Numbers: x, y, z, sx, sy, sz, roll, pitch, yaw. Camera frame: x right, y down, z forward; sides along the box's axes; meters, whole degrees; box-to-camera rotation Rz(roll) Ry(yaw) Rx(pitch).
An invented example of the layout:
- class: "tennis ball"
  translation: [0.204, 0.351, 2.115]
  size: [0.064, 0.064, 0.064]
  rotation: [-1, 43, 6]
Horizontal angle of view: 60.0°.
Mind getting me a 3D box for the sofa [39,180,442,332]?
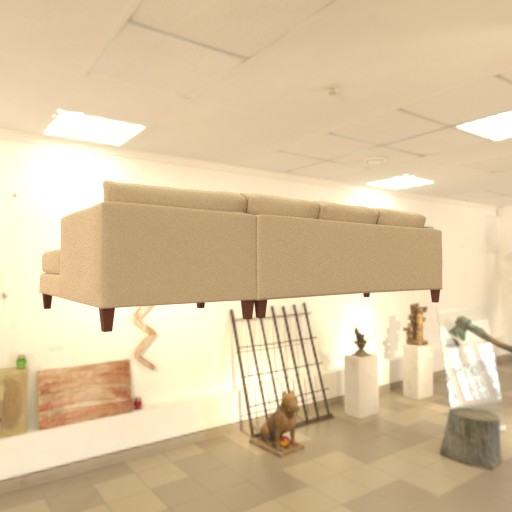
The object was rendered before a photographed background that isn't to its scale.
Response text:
- class: "sofa"
  translation: [0.000, 0.000, 3.888]
  size: [3.186, 0.861, 1.625]
  rotation: [1, -1, -36]
